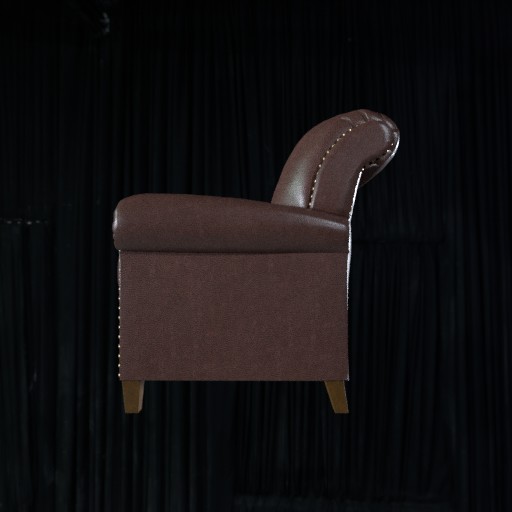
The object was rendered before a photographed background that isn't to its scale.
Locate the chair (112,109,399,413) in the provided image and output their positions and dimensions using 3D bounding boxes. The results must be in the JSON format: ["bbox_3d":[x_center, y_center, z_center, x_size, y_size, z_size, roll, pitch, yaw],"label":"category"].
[{"bbox_3d":[0.000,0.000,1.649,0.890,0.927,0.854,0,-1,1],"label":"chair"}]
